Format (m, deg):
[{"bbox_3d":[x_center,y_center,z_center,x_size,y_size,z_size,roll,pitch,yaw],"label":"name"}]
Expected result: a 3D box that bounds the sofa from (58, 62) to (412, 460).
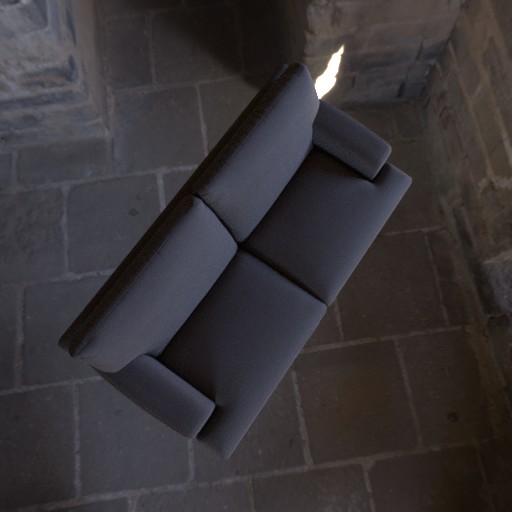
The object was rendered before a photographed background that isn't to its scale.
[{"bbox_3d":[0.000,0.000,2.839,1.140,0.950,2.271,34,78,8],"label":"sofa"}]
